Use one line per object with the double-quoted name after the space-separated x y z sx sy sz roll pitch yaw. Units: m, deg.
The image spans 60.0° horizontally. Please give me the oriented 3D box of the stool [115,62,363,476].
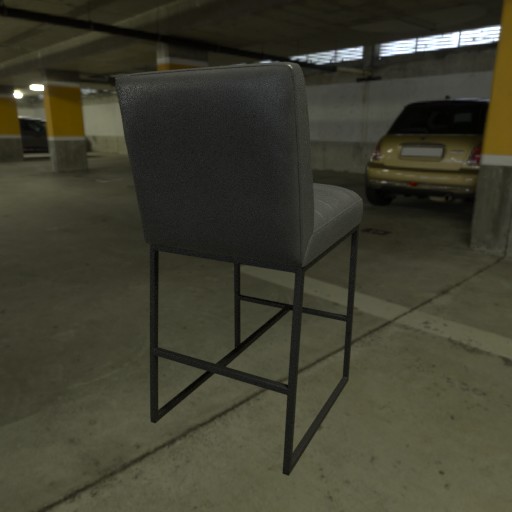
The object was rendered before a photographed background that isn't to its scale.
0.000 0.000 1.250 0.457 0.938 0.552 8 18 27 "stool"
